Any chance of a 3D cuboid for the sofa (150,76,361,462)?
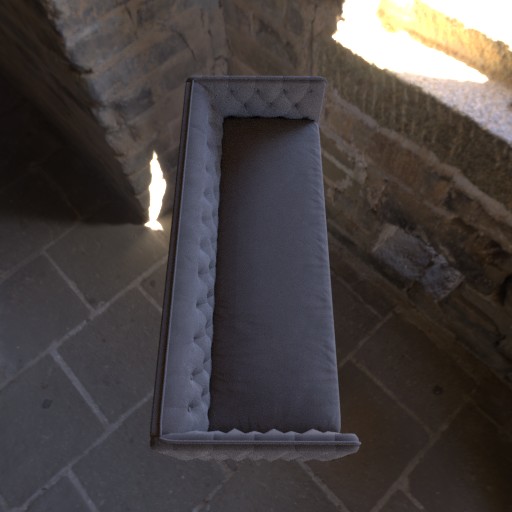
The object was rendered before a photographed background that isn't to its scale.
[{"bbox_3d":[0.000,0.000,2.634,0.895,0.771,2.209,0,64,0],"label":"sofa"}]
